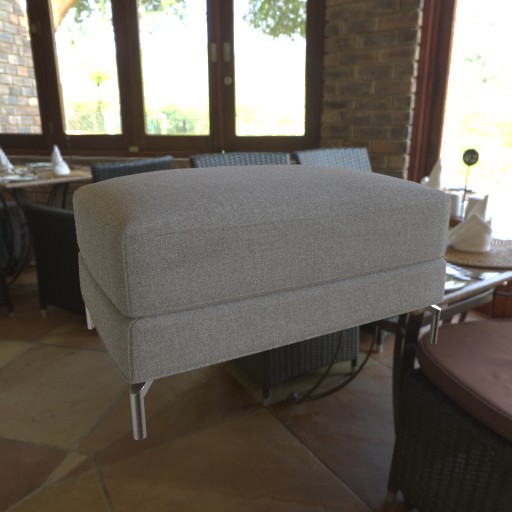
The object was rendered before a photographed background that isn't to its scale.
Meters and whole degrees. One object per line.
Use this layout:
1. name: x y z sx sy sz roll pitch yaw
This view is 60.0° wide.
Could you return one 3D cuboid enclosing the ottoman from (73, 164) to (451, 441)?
1. ottoman: 0.000 0.000 1.170 0.838 0.457 0.584 -9 18 -27
